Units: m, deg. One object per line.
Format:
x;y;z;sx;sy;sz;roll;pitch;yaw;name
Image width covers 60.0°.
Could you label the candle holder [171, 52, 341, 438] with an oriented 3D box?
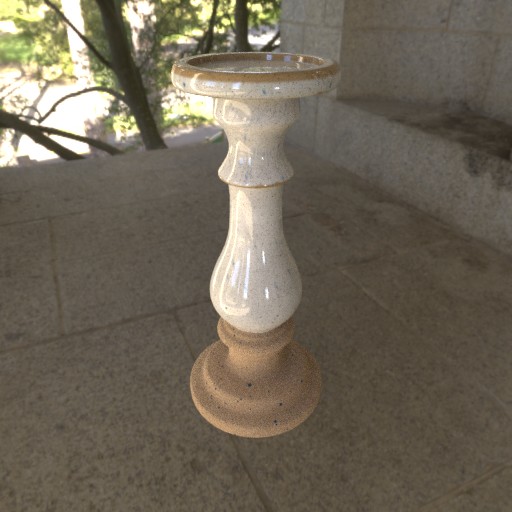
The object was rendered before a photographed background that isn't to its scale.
0.000;0.000;0.250;0.088;0.203;0.088;0;31;0;candle holder
